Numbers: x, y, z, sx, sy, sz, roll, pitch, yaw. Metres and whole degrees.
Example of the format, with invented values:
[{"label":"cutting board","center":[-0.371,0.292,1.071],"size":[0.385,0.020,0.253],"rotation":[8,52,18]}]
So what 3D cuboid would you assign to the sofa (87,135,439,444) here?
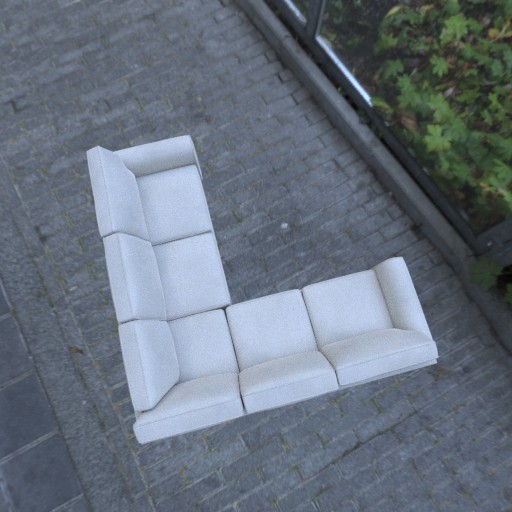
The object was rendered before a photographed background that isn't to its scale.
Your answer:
[{"label":"sofa","center":[0.000,0.000,4.006],"size":[2.487,1.054,2.569],"rotation":[-14,76,-4]}]
